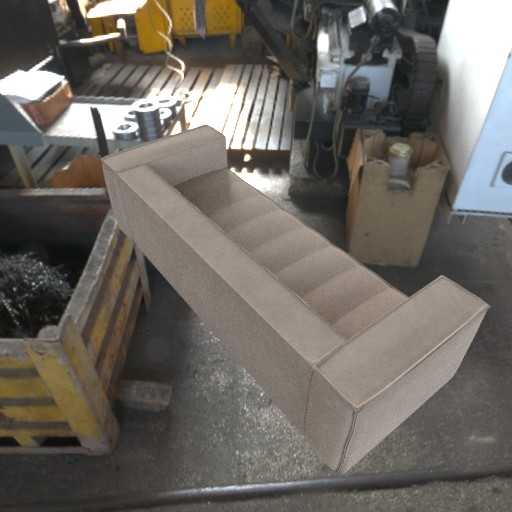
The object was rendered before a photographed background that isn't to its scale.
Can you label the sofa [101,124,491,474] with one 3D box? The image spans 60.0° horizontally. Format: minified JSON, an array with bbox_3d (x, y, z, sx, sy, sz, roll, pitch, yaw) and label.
[{"bbox_3d":[0.000,0.000,3.027,1.038,0.680,2.697,-27,48,-27],"label":"sofa"}]
